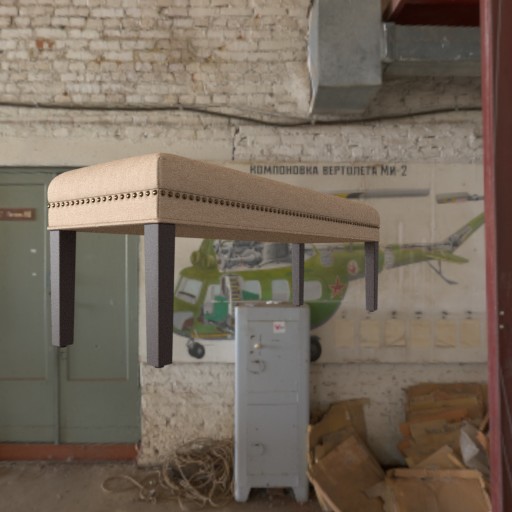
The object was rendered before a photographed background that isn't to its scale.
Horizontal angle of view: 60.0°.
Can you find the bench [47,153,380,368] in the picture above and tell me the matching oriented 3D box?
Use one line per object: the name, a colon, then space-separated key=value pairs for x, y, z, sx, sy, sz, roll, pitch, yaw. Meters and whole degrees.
bench: x=0.000 y=0.000 z=1.474 sx=0.410 sy=0.457 sz=1.219 roll=0 pitch=0 yaw=36
